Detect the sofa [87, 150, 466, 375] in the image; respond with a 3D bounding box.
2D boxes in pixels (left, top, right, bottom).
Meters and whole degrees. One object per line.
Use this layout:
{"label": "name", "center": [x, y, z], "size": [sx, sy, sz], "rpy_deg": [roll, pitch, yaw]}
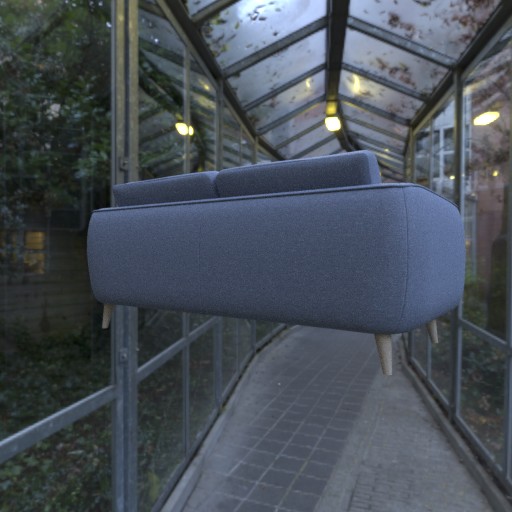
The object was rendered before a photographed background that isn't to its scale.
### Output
{"label": "sofa", "center": [0.000, 0.000, 2.496], "size": [2.000, 0.870, 0.920], "rpy_deg": [1, 1, 35]}
